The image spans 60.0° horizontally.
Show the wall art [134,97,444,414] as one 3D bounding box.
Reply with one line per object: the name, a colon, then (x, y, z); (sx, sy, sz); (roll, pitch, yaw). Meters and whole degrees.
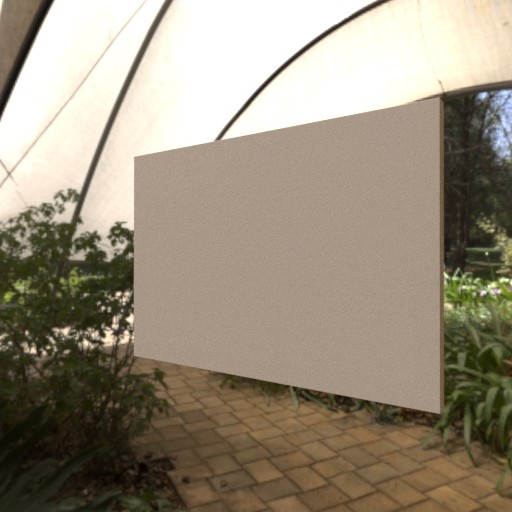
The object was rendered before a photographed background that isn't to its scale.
wall art: (0.000, 0.000, 1.655); (1.308, 0.902, 0.051); (0, 0, 35)
